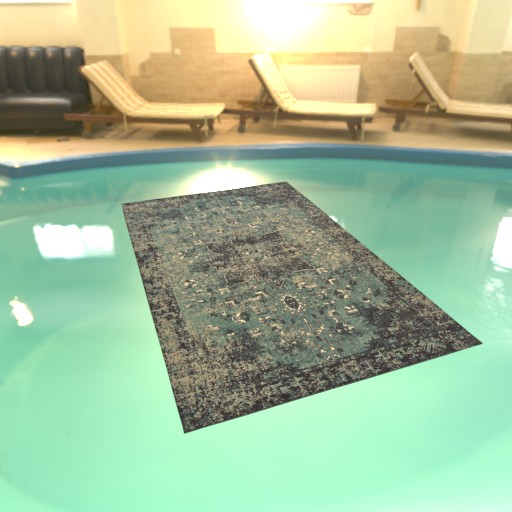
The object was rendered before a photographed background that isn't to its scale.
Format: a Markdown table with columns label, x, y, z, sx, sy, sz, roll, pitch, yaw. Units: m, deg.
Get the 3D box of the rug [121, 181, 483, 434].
| label | x | y | z | sx | sy | sz | roll | pitch | yaw |
| --- | --- | --- | --- | --- | --- | --- | --- | --- | --- |
| rug | 0.000 | 0.000 | 2.981 | 1.525 | 0.007 | 2.440 | -11 | 32 | -18 |
